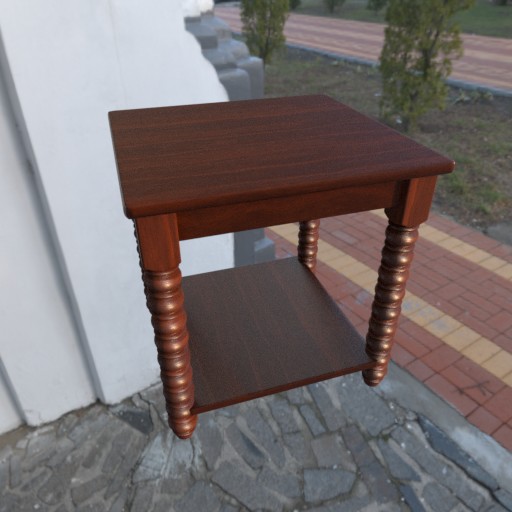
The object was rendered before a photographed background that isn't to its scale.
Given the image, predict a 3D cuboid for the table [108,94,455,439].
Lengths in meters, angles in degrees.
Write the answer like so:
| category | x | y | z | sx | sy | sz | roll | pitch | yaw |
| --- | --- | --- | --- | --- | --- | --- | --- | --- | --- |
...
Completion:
| category | x | y | z | sx | sy | sz | roll | pitch | yaw |
| --- | --- | --- | --- | --- | --- | --- | --- | --- | --- |
| table | 0.000 | 0.000 | 1.008 | 0.533 | 0.567 | 0.500 | -10 | 34 | -15 |
